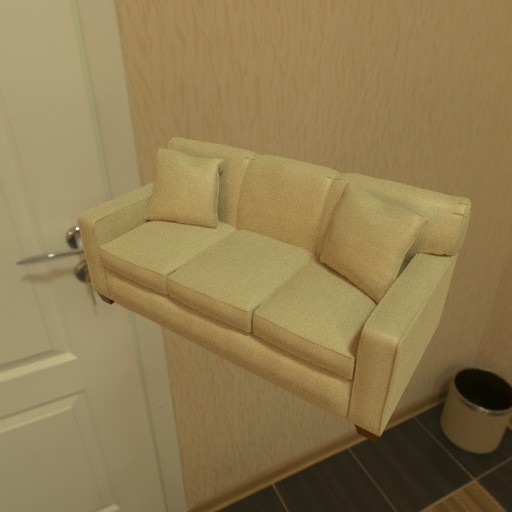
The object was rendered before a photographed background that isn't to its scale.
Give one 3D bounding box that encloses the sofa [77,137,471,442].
[{"bbox_3d":[0.000,0.000,2.596,2.024,0.958,0.997,20,36,29],"label":"sofa"}]
